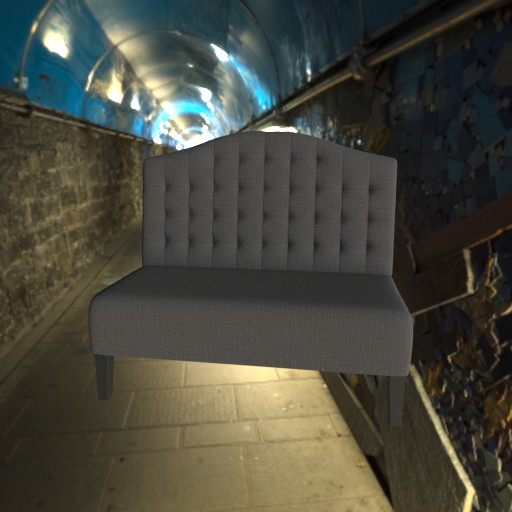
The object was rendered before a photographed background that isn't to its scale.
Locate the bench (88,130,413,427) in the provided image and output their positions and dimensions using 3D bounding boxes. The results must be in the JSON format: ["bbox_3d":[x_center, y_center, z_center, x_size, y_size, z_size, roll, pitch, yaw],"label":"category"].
[{"bbox_3d":[0.000,0.000,2.108,1.335,1.180,0.815,2,13,9],"label":"bench"}]
